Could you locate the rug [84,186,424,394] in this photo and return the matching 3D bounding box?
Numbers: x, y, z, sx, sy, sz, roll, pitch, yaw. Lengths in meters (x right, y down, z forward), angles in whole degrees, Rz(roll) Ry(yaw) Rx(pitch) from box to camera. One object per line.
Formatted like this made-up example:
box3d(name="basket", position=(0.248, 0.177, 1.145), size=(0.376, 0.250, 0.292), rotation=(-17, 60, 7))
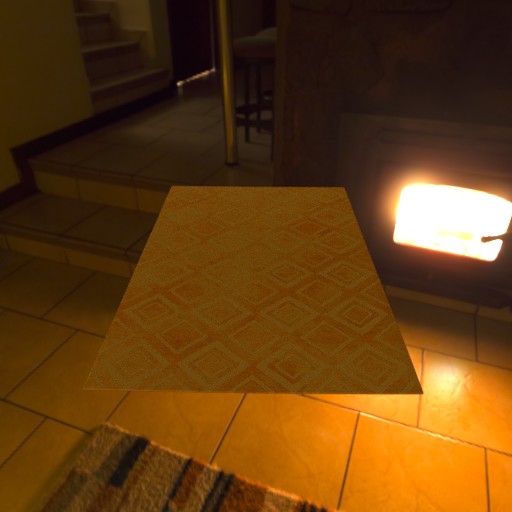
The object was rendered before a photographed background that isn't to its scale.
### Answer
box3d(name="rug", position=(0.000, 0.000, 2.342), size=(1.213, 0.010, 1.829), rotation=(0, 32, 1))
